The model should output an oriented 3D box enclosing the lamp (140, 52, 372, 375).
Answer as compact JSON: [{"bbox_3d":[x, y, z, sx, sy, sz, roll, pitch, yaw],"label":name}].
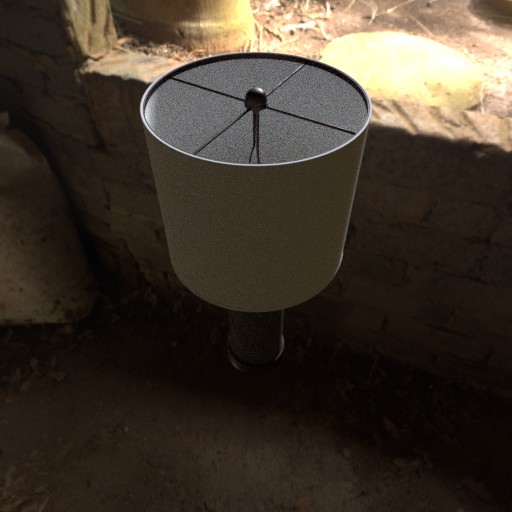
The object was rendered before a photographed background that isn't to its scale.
[{"bbox_3d":[0.000,0.000,0.801,0.301,0.630,0.301,-10,48,-9],"label":"lamp"}]
